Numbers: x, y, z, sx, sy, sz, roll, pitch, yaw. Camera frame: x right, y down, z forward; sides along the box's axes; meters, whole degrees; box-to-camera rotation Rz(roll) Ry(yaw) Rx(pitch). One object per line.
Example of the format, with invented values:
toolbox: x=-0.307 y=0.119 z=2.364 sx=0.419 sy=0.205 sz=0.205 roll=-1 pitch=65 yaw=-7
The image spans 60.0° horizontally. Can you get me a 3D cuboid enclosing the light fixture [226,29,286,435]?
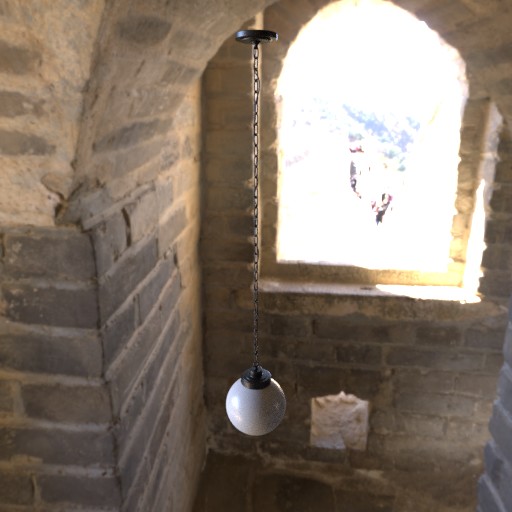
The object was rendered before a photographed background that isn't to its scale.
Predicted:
light fixture: x=0.000 y=0.000 z=2.049 sx=0.305 sy=1.867 sz=0.304 roll=-15 pitch=21 yaw=-42
